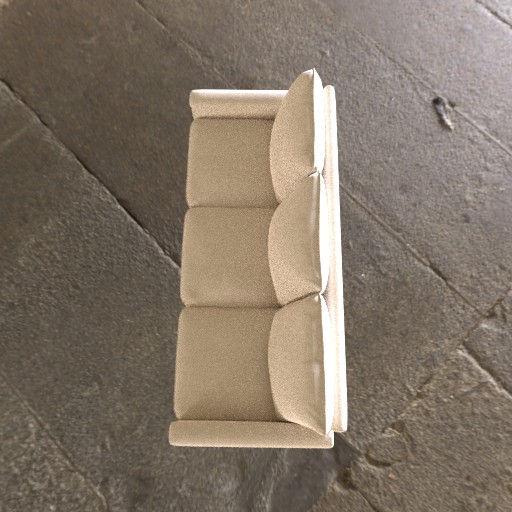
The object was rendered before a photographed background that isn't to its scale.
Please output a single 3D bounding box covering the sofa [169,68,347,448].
[{"bbox_3d":[0.000,0.000,2.452,0.828,0.961,1.925,1,75,0],"label":"sofa"}]
